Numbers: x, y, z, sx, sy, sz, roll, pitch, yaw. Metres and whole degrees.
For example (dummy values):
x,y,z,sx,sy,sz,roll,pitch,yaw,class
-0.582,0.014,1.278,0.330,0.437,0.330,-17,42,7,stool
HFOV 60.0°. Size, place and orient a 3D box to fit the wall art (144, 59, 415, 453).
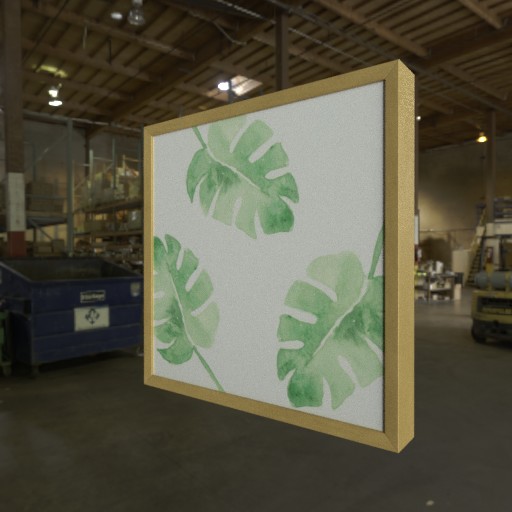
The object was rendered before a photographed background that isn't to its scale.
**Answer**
x,y,z,sx,sy,sz,roll,pitch,yaw,class
0.000,0.000,0.449,0.305,0.305,0.038,0,0,37,wall art
